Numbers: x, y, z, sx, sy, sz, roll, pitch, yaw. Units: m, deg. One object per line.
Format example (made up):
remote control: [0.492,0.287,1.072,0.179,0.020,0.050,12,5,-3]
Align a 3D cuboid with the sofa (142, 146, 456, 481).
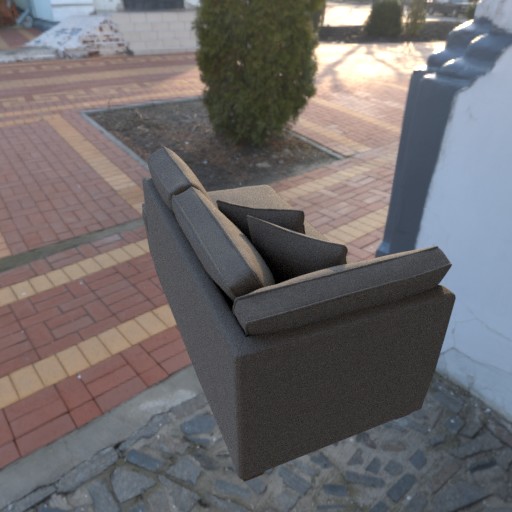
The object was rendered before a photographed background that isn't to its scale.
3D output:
sofa: [0.000,0.000,2.836,1.110,1.033,2.237,-12,33,-19]
